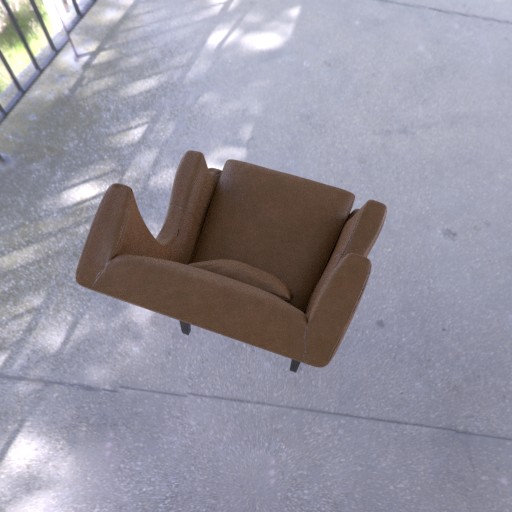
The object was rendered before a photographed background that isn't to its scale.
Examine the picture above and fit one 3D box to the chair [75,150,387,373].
[{"bbox_3d":[0.000,0.000,1.700,0.852,1.016,0.925,17,63,9],"label":"chair"}]
